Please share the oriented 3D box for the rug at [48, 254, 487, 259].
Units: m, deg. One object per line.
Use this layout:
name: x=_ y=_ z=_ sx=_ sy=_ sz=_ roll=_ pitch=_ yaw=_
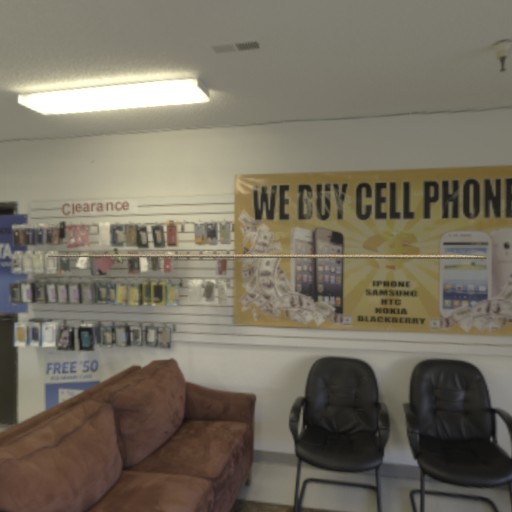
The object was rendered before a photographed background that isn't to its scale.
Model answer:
rug: x=0.000 y=0.000 z=2.746 sx=2.448 sy=0.012 sz=0.769 roll=0 pitch=1 yaw=16
